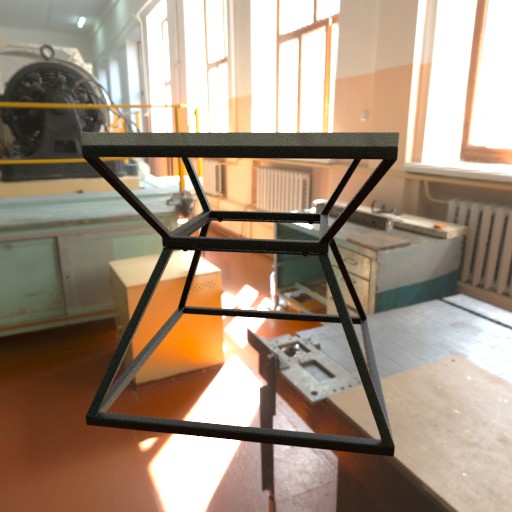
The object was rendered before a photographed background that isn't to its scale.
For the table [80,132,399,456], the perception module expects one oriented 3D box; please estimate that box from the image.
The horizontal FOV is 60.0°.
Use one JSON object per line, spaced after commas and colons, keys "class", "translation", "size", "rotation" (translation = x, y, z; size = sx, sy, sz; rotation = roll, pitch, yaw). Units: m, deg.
{"class": "table", "translation": [0.000, 0.000, 0.802], "size": [0.455, 0.431, 0.455], "rotation": [2, 16, 8]}
